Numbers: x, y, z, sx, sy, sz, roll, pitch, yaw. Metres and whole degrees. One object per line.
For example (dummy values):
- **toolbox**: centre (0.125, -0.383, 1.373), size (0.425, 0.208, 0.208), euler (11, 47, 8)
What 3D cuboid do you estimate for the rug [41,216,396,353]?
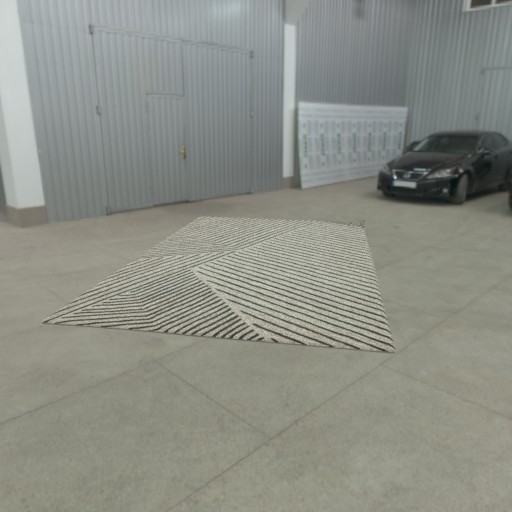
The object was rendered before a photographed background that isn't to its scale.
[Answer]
- **rug**: centre (0.000, 0.000, 2.988), size (1.539, 0.023, 2.406), euler (3, 17, 10)
